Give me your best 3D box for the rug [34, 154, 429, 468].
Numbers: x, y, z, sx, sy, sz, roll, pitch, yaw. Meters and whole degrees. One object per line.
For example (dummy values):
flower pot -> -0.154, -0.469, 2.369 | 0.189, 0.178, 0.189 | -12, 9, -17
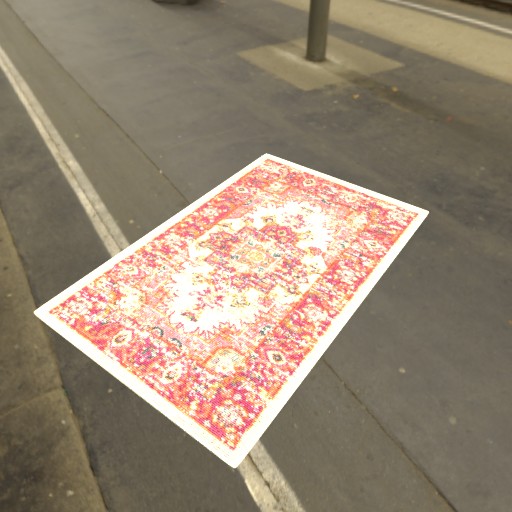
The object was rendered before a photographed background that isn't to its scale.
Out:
rug -> 0.000, 0.000, 1.090 | 0.556, 0.004, 0.868 | 26, 48, 26
